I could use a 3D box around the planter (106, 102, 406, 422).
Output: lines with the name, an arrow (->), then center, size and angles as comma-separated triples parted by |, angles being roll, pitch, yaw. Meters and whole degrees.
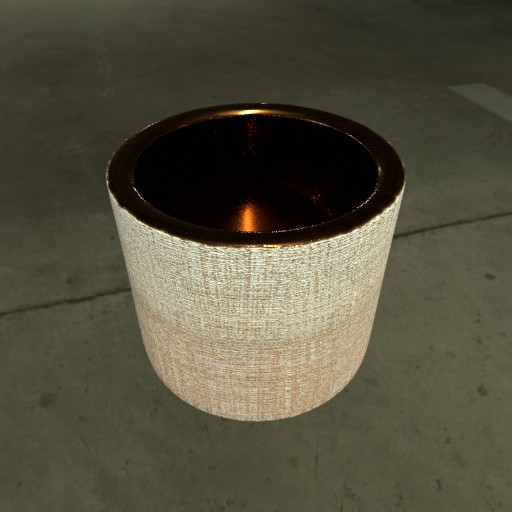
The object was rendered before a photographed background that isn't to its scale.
planter -> 0.000, 0.000, 0.315 | 0.177, 0.157, 0.177 | 0, 40, 0
